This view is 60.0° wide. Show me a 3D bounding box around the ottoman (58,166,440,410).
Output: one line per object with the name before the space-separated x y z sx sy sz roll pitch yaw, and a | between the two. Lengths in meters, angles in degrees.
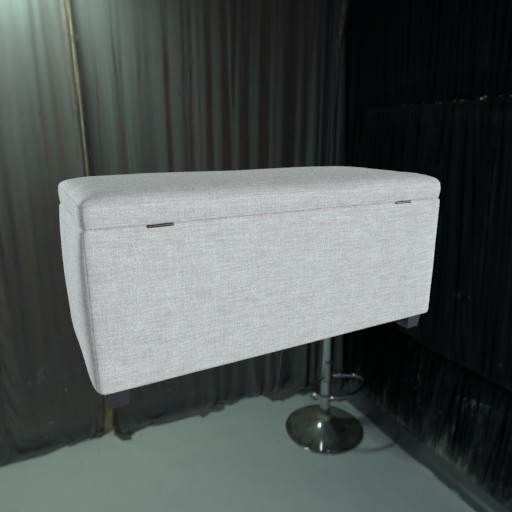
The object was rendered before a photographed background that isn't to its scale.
ottoman | 0.000 0.000 1.153 0.902 0.432 0.419 -8 17 -27
